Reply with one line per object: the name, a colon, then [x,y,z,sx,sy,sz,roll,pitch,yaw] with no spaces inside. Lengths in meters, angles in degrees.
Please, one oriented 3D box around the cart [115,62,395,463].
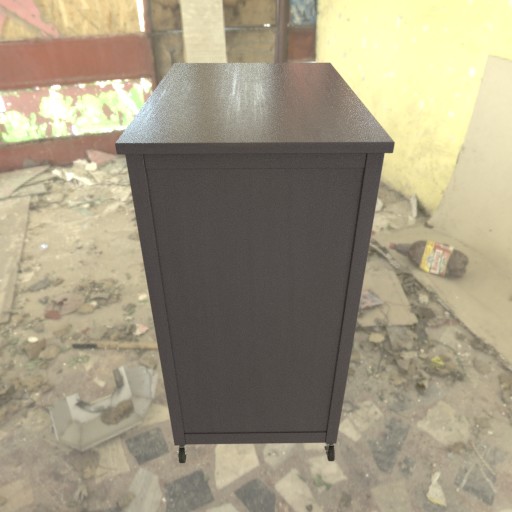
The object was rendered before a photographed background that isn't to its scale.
cart: [0.000,0.000,1.220,0.449,0.878,0.690,0,34,-1]
